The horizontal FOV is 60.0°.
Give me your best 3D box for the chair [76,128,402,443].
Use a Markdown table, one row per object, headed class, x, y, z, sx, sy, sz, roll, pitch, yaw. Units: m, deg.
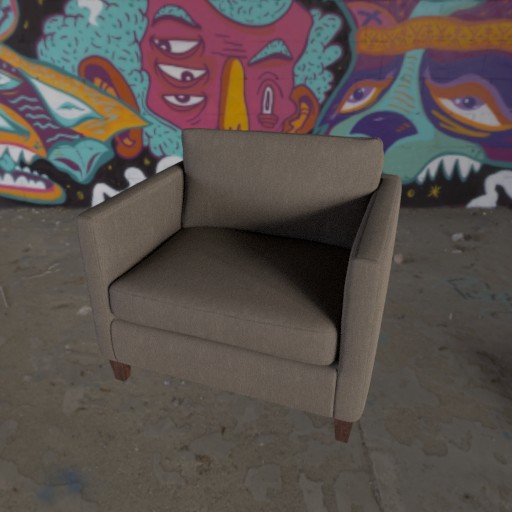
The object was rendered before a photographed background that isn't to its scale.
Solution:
| class | x | y | z | sx | sy | sz | roll | pitch | yaw |
| --- | --- | --- | --- | --- | --- | --- | --- | --- | --- |
| chair | 0.000 | 0.000 | 1.908 | 1.107 | 0.963 | 0.959 | 9 | 28 | 17 |
